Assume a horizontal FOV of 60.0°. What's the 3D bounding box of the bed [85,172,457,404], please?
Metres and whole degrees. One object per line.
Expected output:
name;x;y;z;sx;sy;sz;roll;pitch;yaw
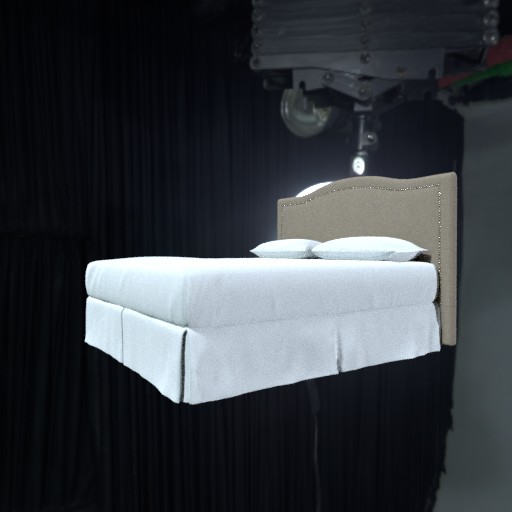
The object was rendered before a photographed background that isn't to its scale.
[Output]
bed;0.000;0.000;3.501;2.182;1.421;2.083;0;1;-35
